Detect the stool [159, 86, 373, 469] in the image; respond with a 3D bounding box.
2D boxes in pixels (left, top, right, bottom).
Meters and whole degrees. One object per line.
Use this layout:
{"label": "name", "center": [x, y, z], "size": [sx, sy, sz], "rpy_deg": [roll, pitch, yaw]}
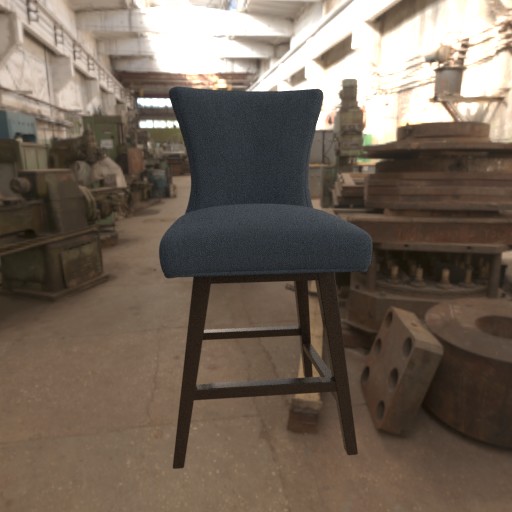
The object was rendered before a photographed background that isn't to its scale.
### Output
{"label": "stool", "center": [0.000, 0.000, 1.321], "size": [0.514, 1.000, 0.574], "rpy_deg": [-2, 14, -6]}
